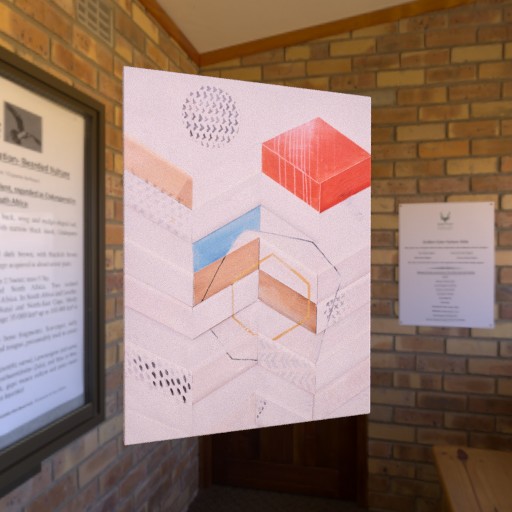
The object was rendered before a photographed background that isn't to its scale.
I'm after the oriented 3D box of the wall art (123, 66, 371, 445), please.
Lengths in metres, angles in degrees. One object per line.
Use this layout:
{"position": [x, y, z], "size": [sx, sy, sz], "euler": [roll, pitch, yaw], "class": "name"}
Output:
{"position": [0.000, 0.000, 1.322], "size": [0.759, 1.014, 0.045], "euler": [0, 1, -18], "class": "wall art"}
